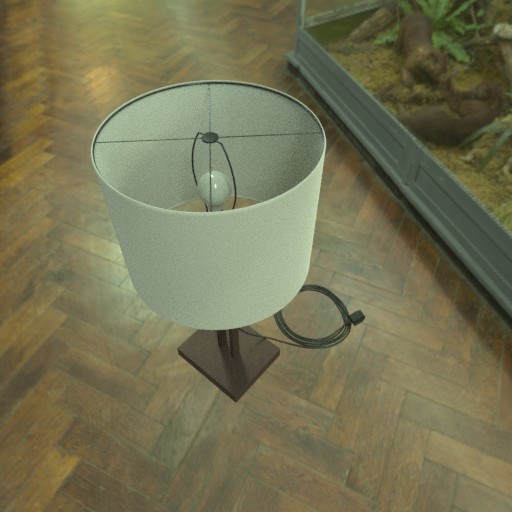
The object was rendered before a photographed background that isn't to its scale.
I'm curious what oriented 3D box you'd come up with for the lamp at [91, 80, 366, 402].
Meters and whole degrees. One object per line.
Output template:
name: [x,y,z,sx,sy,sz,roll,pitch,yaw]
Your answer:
lamp: [0.000,0.000,0.962,0.396,0.668,0.525,32,56,26]
